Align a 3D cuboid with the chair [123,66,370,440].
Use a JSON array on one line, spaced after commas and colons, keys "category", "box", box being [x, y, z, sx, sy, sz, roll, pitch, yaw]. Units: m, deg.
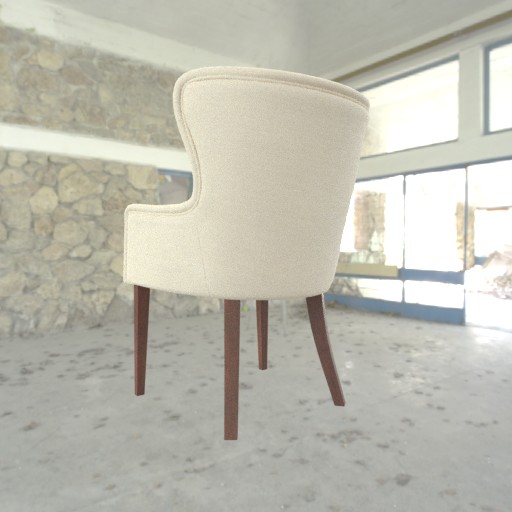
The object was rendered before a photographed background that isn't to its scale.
[{"category": "chair", "box": [0.000, 0.000, 1.482, 0.696, 0.990, 0.744, -1, 1, -37]}]
